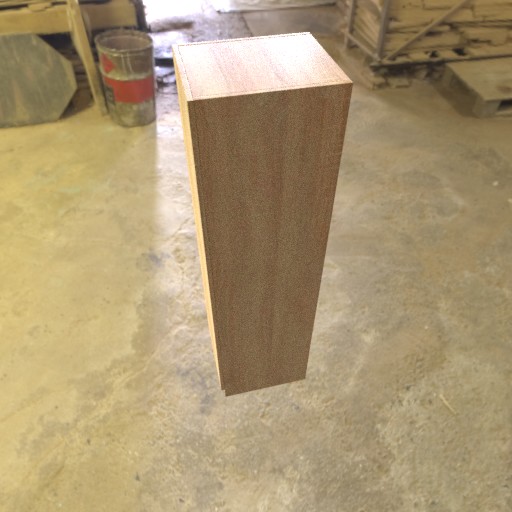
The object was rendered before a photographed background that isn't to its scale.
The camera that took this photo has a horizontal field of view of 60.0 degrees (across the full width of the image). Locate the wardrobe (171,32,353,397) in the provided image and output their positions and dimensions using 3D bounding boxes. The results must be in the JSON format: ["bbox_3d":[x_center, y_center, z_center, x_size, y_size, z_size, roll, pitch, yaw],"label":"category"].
[{"bbox_3d":[0.000,0.000,2.441,0.588,2.117,0.496,-10,47,-9],"label":"wardrobe"}]
